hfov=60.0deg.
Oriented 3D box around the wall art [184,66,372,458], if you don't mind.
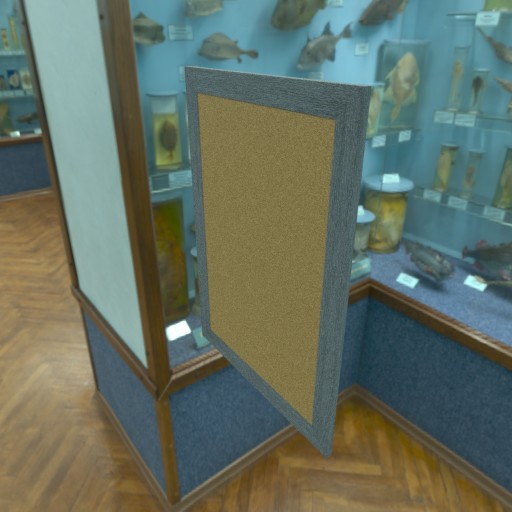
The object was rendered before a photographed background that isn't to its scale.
[{"bbox_3d":[0.000,0.000,1.403,0.020,1.070,0.768,-18,32,-32],"label":"wall art"}]
